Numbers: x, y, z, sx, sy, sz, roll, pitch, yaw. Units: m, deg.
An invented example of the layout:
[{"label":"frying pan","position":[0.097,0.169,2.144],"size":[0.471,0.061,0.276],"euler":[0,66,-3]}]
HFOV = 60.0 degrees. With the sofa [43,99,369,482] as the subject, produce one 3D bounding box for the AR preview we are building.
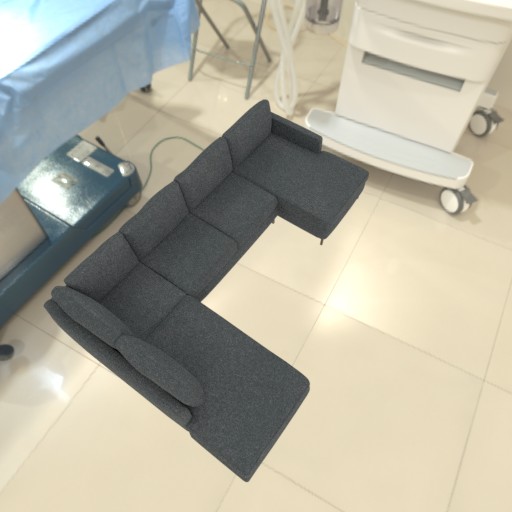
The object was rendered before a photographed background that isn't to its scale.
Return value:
[{"label":"sofa","position":[0.000,0.000,3.910],"size":[2.007,0.813,2.956],"euler":[31,63,18]}]
